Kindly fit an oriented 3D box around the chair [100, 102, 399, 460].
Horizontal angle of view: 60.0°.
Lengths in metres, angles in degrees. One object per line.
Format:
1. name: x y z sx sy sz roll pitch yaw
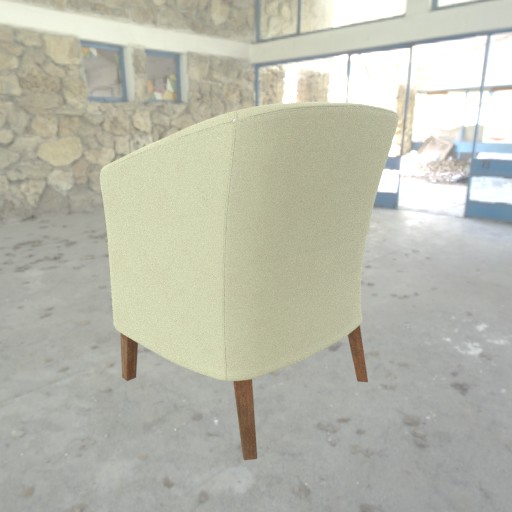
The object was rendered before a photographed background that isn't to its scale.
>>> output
1. chair: 0.000 0.000 1.300 0.643 0.822 0.657 -14 21 -42
